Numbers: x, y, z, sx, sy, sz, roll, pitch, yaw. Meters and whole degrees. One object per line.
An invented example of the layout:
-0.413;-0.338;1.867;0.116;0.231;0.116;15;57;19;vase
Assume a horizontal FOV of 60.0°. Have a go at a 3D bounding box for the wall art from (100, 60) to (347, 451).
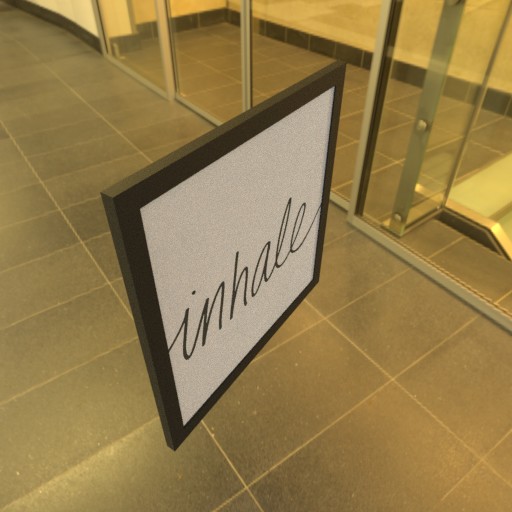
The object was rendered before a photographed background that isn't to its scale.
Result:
0.000;0.000;0.526;0.013;0.356;0.356;24;46;26;wall art
